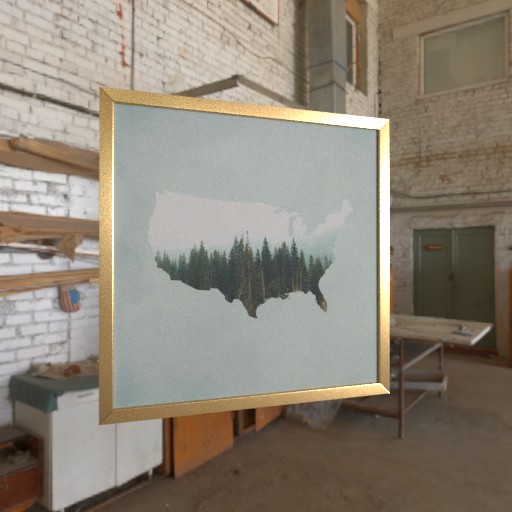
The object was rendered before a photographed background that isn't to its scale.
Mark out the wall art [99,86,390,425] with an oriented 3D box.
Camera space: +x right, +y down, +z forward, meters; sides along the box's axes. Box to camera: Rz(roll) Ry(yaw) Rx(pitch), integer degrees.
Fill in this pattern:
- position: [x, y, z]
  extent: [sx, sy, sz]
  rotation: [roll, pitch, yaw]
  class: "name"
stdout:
- position: [0.000, 0.000, 0.764]
  extent: [0.509, 0.509, 0.040]
  rotation: [0, 0, -18]
  class: "wall art"
